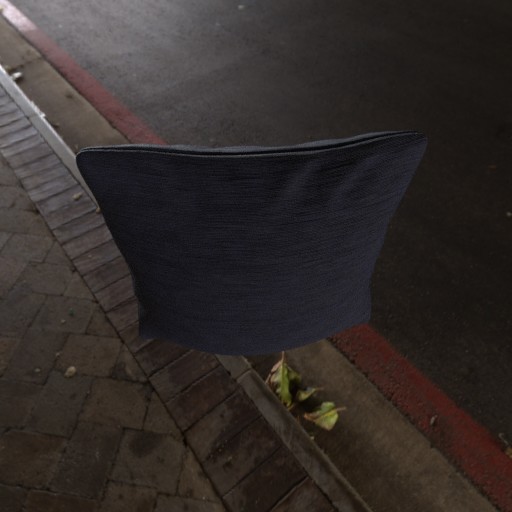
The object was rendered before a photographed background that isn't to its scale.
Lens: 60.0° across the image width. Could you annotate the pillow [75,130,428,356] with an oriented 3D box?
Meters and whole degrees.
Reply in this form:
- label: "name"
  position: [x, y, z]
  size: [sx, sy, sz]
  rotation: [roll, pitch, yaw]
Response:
- label: "pillow"
  position: [0.000, 0.000, 0.684]
  size: [0.432, 0.414, 0.246]
  rotation: [-4, 48, -3]
